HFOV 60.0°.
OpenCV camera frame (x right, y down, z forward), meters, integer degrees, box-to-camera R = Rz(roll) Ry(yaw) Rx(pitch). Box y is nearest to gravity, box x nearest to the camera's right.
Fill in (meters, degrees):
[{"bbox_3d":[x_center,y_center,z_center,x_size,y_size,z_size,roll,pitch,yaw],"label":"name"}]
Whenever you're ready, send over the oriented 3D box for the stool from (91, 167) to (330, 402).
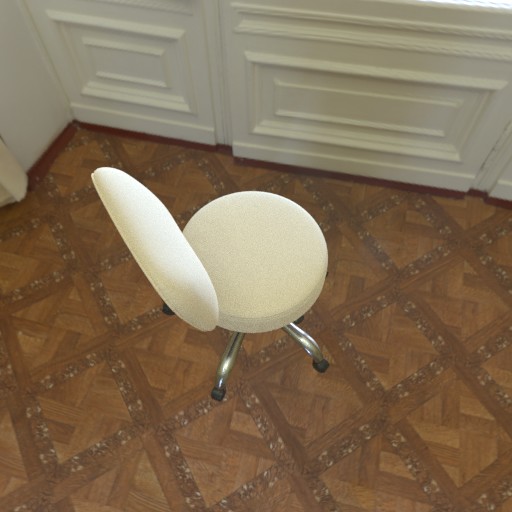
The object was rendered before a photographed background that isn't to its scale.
[{"bbox_3d":[0.000,0.000,1.237,0.616,0.810,0.609,-28,63,-16],"label":"stool"}]
